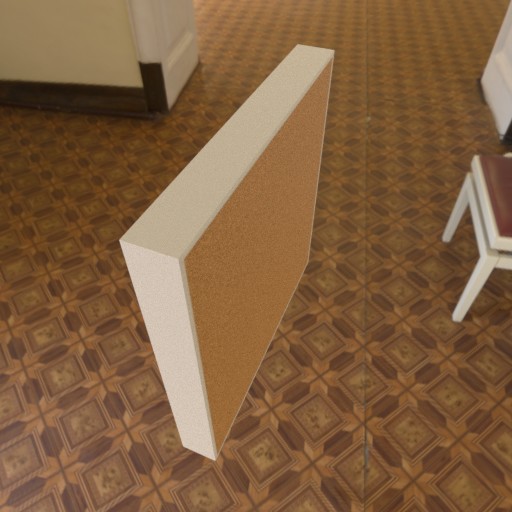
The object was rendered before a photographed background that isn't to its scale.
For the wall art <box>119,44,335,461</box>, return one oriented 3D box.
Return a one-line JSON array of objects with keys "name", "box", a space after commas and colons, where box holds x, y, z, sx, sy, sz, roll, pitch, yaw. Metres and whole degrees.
[{"name": "wall art", "box": [0.000, 0.000, 0.451, 0.038, 0.304, 0.305, 17, 49, 16]}]
